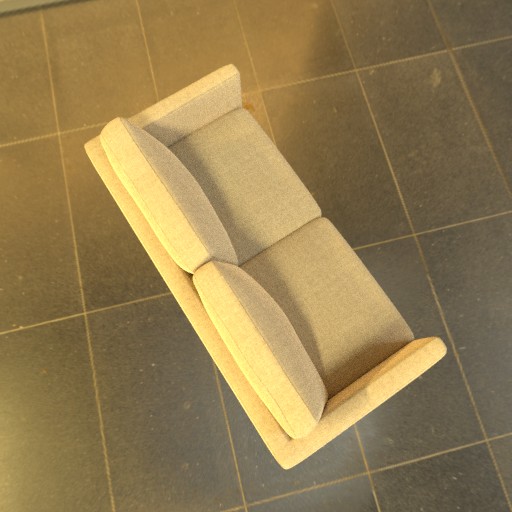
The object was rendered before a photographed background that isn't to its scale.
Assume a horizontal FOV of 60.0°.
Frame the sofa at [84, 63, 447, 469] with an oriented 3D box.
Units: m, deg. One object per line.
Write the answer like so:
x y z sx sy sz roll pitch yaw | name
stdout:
0.000 0.000 2.418 0.950 0.963 1.884 -32 77 -8 | sofa
